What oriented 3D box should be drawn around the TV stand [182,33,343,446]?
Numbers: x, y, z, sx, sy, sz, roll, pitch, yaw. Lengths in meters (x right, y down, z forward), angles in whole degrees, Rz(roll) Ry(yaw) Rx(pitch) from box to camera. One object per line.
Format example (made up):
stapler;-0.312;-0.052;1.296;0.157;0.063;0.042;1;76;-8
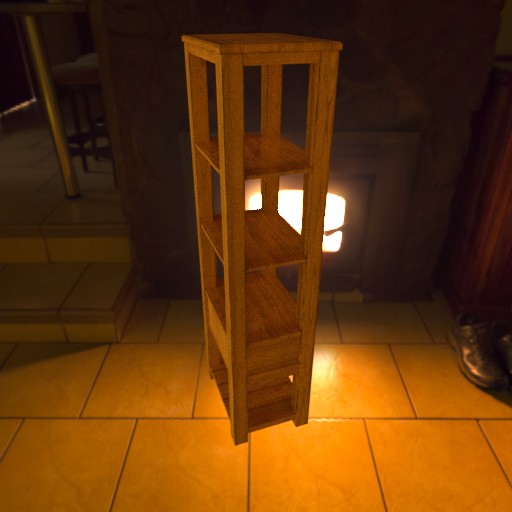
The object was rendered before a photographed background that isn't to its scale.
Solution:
TV stand;0.000;0.000;2.067;0.435;1.828;0.565;-10;31;-17
